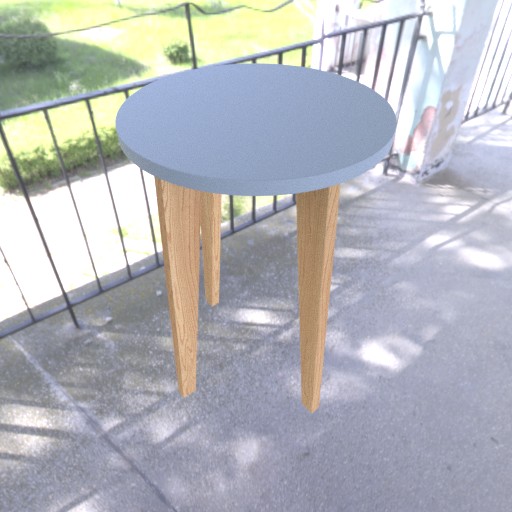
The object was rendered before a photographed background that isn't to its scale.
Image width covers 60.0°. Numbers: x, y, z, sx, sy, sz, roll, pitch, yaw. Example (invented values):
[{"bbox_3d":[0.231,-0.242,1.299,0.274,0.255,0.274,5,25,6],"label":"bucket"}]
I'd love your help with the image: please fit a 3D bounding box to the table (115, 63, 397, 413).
[{"bbox_3d":[0.000,0.000,0.730,0.350,0.500,0.350,0,41,0],"label":"table"}]
